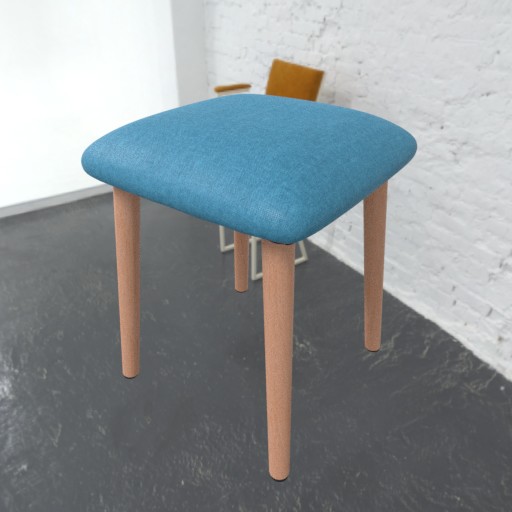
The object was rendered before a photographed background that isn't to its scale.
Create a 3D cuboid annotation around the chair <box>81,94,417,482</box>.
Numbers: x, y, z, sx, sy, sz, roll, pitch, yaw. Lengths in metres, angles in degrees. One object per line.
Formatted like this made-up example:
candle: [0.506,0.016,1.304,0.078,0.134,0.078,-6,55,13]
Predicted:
chair: [0.000,0.000,0.698,0.360,0.450,0.360,21,37,30]
